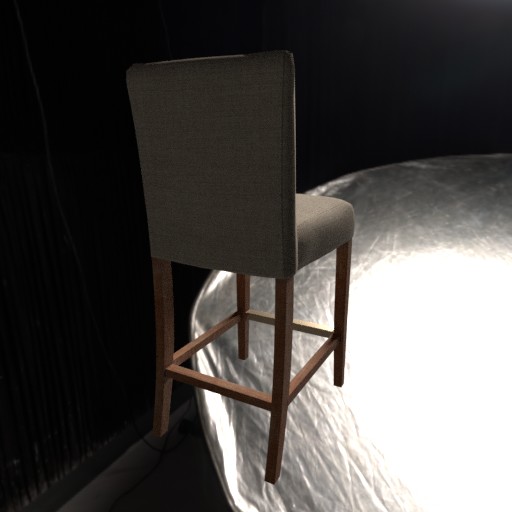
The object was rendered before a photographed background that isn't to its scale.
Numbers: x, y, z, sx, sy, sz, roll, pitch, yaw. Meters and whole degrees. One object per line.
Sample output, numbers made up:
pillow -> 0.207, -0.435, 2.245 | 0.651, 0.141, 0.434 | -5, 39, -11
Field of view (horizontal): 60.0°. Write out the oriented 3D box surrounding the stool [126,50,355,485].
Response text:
stool -> 0.000, 0.000, 1.329 | 0.454, 1.039, 0.567 | 9, 19, 27
